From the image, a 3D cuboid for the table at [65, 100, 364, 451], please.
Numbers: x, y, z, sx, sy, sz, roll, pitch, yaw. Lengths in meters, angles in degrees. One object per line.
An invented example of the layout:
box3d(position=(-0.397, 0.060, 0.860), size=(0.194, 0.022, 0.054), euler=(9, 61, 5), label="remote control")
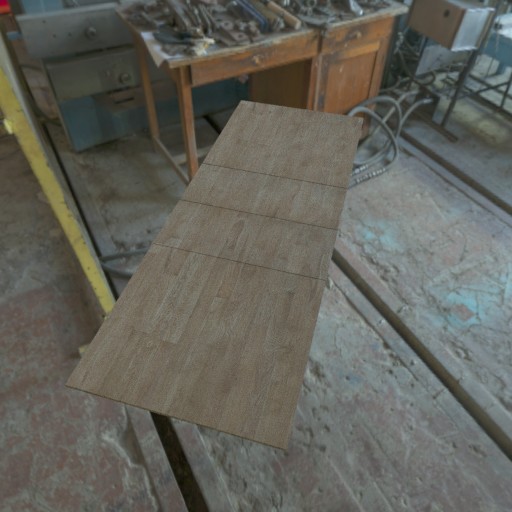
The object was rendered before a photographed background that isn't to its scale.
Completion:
box3d(position=(0.000, 0.000, 2.975), size=(1.000, 0.752, 2.603), euler=(12, 49, 11), label="table")
